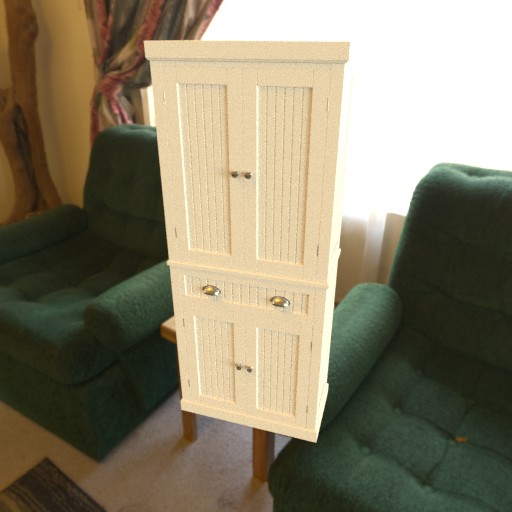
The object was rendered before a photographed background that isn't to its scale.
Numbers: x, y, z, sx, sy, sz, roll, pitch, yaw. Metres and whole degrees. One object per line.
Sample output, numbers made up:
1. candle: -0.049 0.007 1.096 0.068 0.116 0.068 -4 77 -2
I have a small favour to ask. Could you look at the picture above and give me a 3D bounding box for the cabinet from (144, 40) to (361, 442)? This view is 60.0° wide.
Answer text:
1. cabinet: 0.000 0.000 2.093 0.754 1.829 0.390 8 27 15
